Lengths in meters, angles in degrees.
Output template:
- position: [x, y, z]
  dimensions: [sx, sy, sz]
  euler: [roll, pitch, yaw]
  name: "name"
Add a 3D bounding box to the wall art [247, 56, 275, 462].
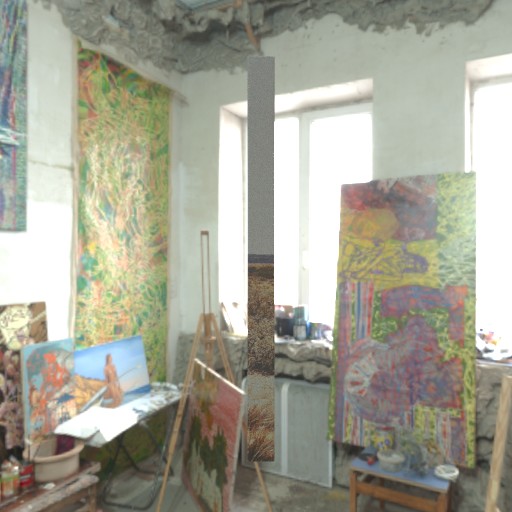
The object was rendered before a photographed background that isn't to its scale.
- position: [0.000, 0.000, 1.400]
  dimensions: [0.051, 0.761, 1.138]
  euler: [0, 1, -1]
  name: "wall art"
